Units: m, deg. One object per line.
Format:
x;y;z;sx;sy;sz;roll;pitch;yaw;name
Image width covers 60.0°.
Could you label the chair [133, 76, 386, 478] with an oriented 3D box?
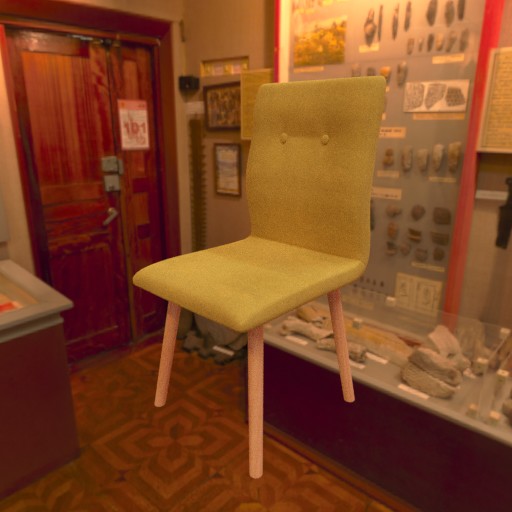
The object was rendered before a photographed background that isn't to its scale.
0.000;0.000;1.266;0.450;0.965;0.550;16;23;41;chair
